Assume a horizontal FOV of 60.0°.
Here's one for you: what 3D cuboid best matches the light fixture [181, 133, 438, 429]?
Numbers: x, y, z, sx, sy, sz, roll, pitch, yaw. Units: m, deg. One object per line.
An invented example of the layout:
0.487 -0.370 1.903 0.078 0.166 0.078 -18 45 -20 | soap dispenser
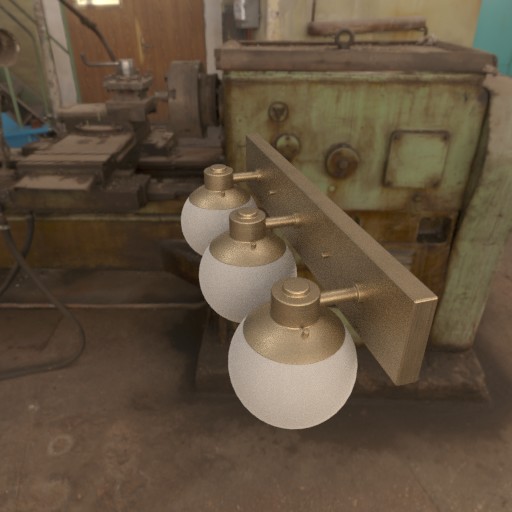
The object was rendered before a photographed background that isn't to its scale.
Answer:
0.000 0.000 0.835 0.218 0.263 0.721 -8 31 -14 | light fixture
